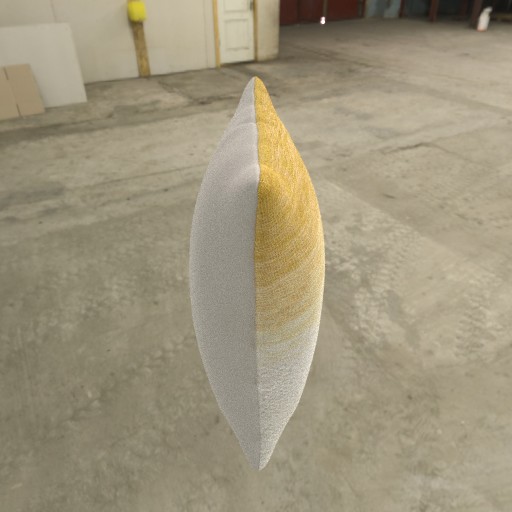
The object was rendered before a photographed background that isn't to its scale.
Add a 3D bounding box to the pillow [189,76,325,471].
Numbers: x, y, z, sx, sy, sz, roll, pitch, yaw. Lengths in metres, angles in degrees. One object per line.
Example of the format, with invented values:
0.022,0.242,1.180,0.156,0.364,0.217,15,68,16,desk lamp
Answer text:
0.000,0.000,0.697,0.211,0.450,0.450,0,34,-1,pillow
